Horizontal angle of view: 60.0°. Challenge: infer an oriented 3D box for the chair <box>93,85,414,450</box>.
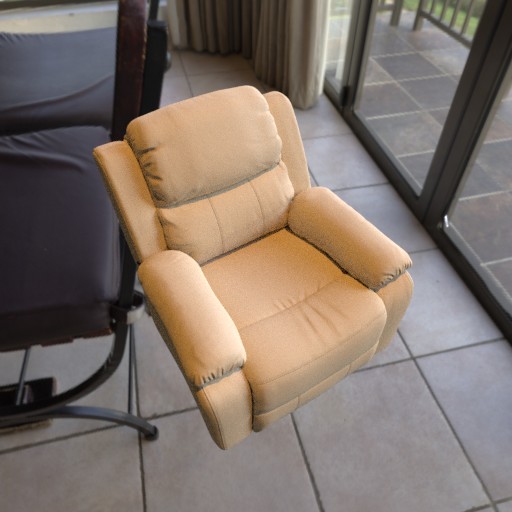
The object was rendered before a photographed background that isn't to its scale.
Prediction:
[{"bbox_3d":[0.000,0.000,1.272,0.680,0.702,0.709,-25,52,-21],"label":"chair"}]
